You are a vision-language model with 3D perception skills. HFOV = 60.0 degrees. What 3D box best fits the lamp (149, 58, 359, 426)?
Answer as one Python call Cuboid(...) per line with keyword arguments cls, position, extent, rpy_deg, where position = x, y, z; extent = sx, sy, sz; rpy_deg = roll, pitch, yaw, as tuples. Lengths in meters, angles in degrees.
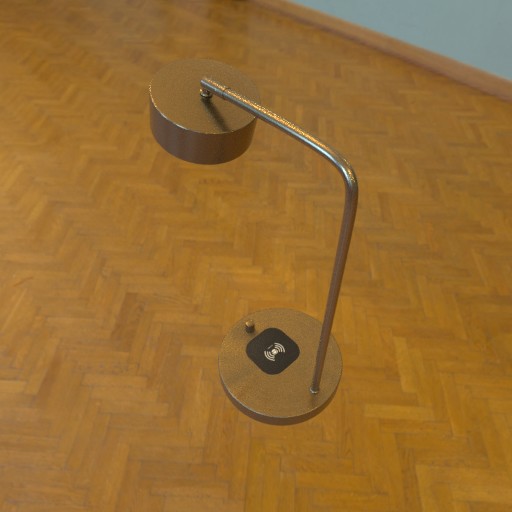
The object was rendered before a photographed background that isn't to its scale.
Cuboid(cls="lamp", position=(0.000, 0.000, 0.518), extent=(0.171, 0.380, 0.270), rpy_deg=(-33, 55, -28))
